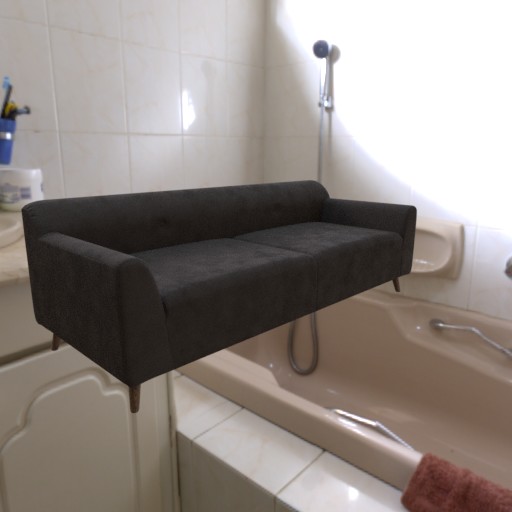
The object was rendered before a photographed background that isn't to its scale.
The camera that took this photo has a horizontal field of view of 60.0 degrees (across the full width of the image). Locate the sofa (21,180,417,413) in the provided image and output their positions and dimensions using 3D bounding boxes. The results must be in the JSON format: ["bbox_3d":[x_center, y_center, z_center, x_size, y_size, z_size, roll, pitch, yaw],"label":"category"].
[{"bbox_3d":[0.000,0.000,2.563,0.900,0.740,2.190,13,19,43],"label":"sofa"}]
